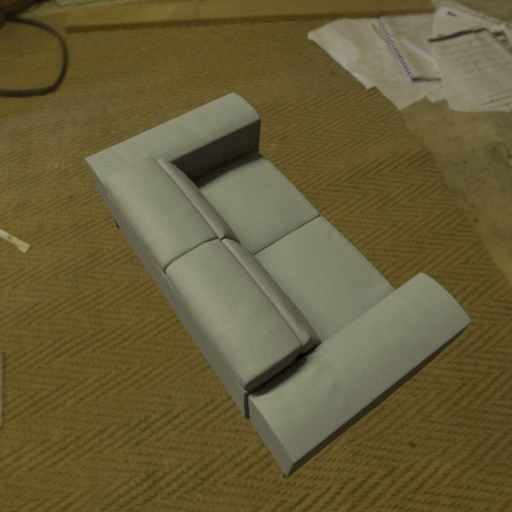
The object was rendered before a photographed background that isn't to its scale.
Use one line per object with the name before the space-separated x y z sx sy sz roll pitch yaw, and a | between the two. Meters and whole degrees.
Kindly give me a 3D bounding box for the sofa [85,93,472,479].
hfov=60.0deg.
sofa | 0.000 0.000 2.362 1.003 0.779 1.895 -31 63 -18
